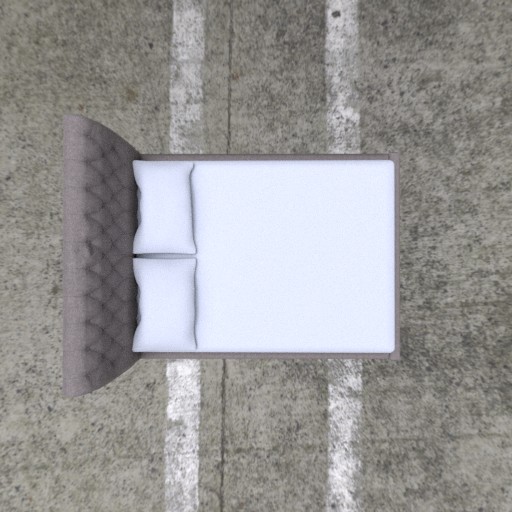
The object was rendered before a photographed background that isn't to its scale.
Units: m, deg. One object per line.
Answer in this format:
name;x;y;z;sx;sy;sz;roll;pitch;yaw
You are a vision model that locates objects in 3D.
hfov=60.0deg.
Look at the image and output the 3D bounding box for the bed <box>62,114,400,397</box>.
bed;0.000;0.000;3.215;2.252;1.371;1.645;0;90;1
